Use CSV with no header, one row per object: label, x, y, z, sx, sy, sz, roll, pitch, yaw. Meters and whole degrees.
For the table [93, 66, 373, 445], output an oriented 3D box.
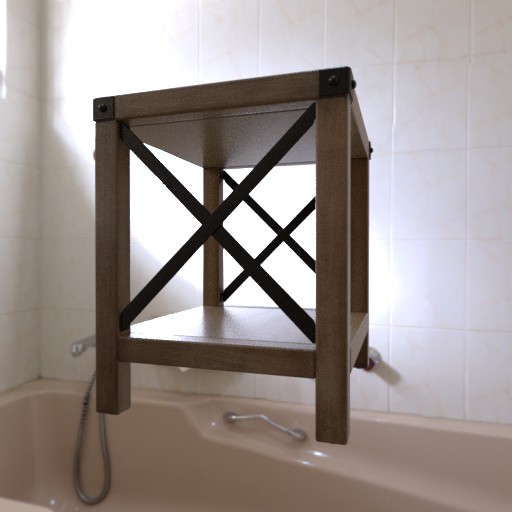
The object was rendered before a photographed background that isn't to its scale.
table,0.000,0.000,0.946,0.459,0.561,0.510,0,1,18
